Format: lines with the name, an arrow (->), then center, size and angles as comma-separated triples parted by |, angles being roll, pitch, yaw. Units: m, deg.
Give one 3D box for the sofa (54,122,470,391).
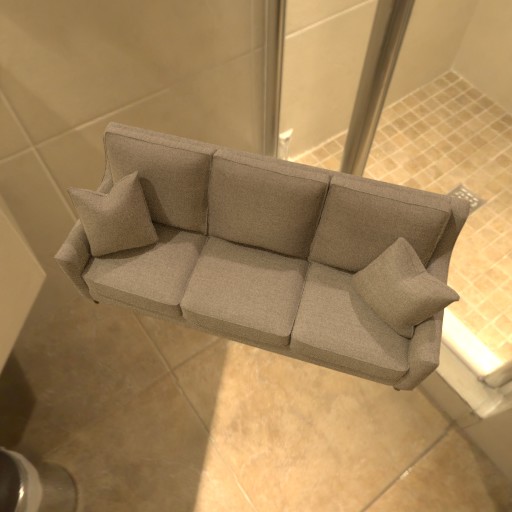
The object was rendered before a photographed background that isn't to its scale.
sofa -> 0.000, 0.000, 2.477 | 2.031, 0.914, 0.865 | 14, 59, 9
